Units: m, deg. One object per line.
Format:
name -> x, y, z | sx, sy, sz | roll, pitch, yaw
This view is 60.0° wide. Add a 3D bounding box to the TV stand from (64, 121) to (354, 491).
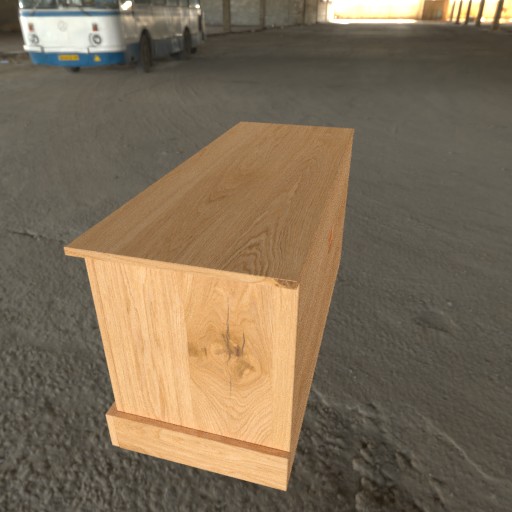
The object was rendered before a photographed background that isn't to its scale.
TV stand -> 0.000, 0.000, 1.345 | 0.440, 0.550, 1.080 | 8, 30, 14
